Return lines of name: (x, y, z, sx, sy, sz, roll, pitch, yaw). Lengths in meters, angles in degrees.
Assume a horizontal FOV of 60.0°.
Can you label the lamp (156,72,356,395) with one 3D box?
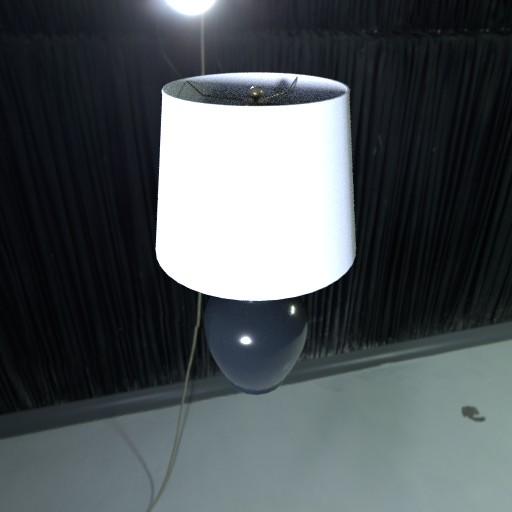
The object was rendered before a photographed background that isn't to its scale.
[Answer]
lamp: (0.000, 0.000, 0.551, 0.239, 0.399, 0.239, 0, 31, 0)
